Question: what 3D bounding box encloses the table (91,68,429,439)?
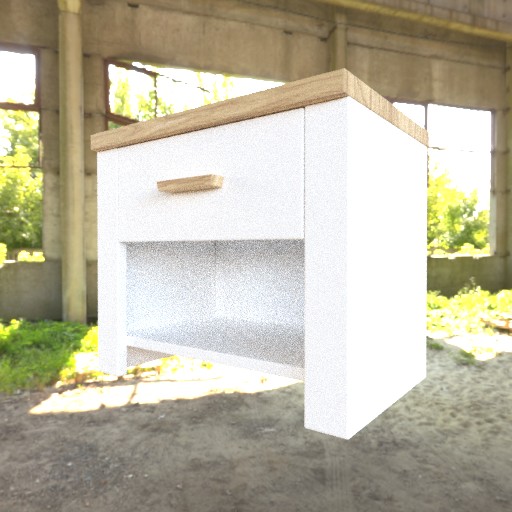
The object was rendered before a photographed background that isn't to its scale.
[{"bbox_3d":[0.000,0.000,0.793,0.500,0.440,0.360,1,1,36],"label":"table"}]
